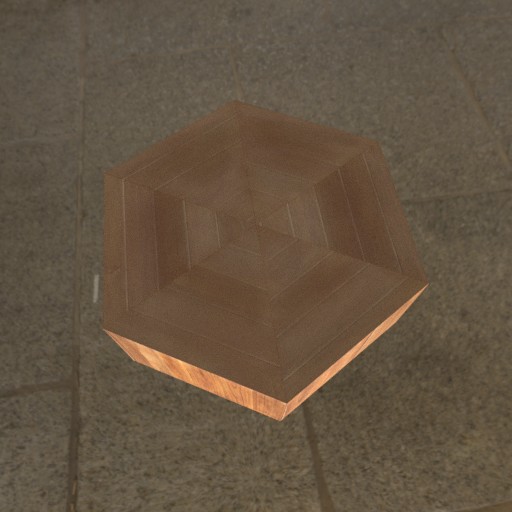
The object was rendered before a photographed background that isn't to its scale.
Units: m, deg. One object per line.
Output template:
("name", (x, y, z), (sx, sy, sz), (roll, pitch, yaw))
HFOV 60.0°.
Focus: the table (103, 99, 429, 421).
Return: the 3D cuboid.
("table", (0.000, 0.000, 1.672), (1.154, 0.456, 1.000), (-35, 68, -17))
